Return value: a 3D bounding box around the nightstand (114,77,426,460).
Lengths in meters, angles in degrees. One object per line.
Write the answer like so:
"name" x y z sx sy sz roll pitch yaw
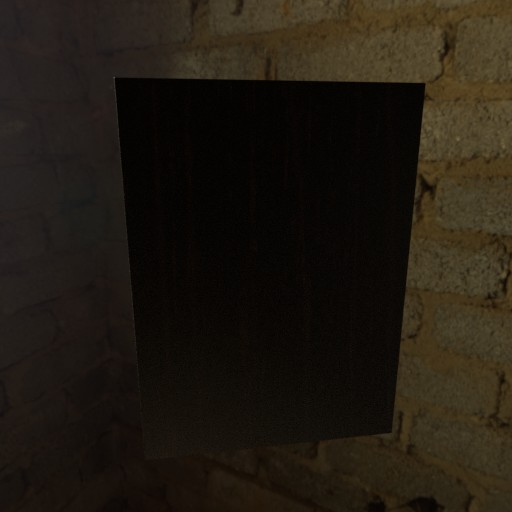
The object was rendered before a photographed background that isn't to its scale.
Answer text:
"nightstand" 0.000 0.000 0.803 0.400 0.559 0.356 -3 16 -9
